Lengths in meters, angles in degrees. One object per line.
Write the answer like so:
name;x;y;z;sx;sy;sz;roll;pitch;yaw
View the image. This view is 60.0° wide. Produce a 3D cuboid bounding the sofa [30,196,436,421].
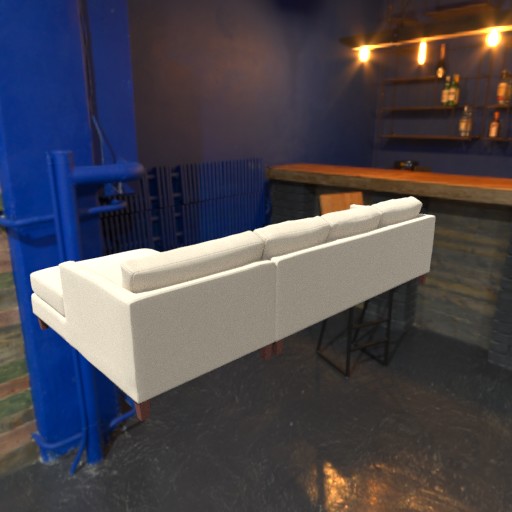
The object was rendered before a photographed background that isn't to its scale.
sofa;0.000;0.000;3.792;3.186;0.861;1.625;-15;22;-41
